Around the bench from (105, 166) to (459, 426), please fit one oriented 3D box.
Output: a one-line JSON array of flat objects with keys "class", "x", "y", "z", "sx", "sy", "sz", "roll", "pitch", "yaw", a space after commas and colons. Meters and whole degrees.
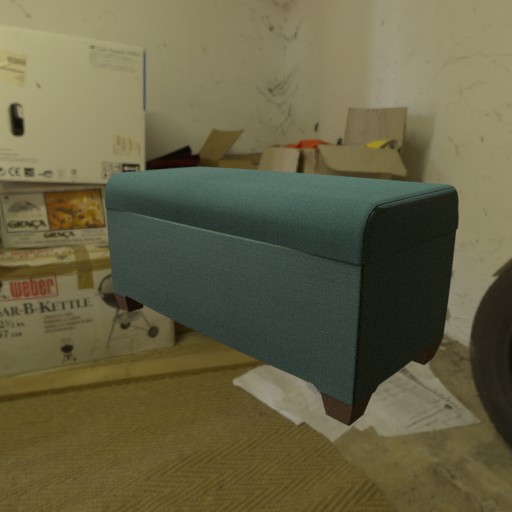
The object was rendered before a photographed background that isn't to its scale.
[{"class": "bench", "x": 0.000, "y": 0.000, "z": 1.308, "sx": 0.995, "sy": 0.474, "sz": 0.476, "roll": 14, "pitch": 21, "yaw": 43}]
